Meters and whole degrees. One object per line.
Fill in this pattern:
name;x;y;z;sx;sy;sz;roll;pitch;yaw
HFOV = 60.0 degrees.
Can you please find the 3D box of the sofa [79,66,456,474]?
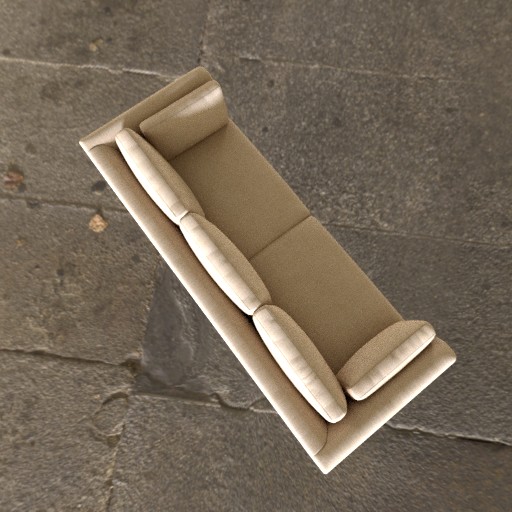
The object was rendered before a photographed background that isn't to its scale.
sofa;0.000;0.000;2.898;0.969;0.867;2.415;-36;77;-10
